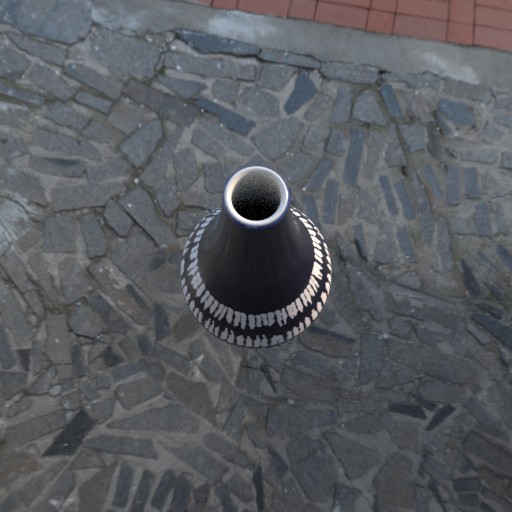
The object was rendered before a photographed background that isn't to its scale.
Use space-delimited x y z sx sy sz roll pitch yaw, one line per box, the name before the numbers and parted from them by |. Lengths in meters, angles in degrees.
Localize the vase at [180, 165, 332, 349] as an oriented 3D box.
vase | 0.000 0.000 0.395 0.159 0.295 0.159 0 76 0
